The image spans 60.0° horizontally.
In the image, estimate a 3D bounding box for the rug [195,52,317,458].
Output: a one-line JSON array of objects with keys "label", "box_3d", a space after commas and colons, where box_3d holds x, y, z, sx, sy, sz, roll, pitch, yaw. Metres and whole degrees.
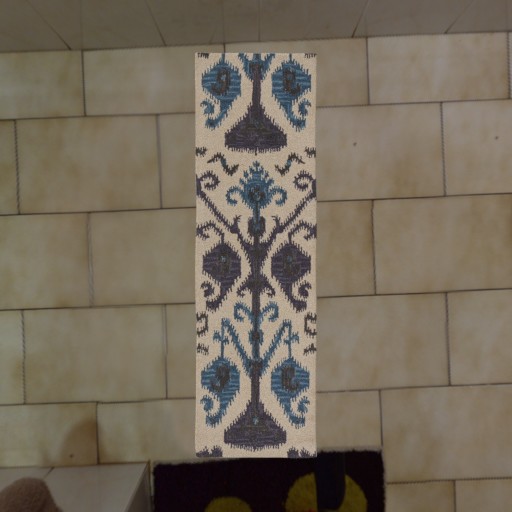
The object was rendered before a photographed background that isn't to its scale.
[{"label": "rug", "box_3d": [0.000, 0.000, 2.517, 0.692, 0.017, 2.301, 0, 90, 0]}]
